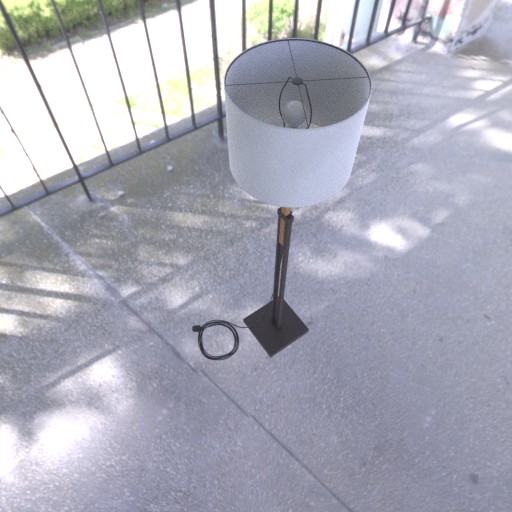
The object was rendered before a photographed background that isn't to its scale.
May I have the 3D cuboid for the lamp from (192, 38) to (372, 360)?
[{"bbox_3d":[0.000,0.000,1.887,0.639,1.650,0.474,-31,62,-18],"label":"lamp"}]
